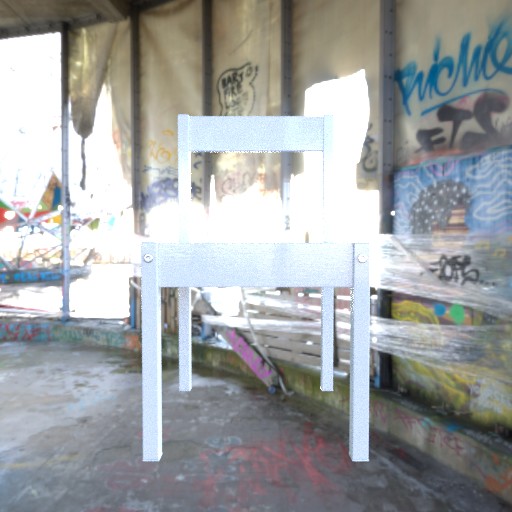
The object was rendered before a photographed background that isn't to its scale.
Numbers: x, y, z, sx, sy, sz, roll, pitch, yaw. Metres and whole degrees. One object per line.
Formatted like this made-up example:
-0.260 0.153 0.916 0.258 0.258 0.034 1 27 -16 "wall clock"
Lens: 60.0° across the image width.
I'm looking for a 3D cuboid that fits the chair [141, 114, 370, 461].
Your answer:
0.000 0.000 0.687 0.285 0.505 0.285 0 2 0 "chair"
